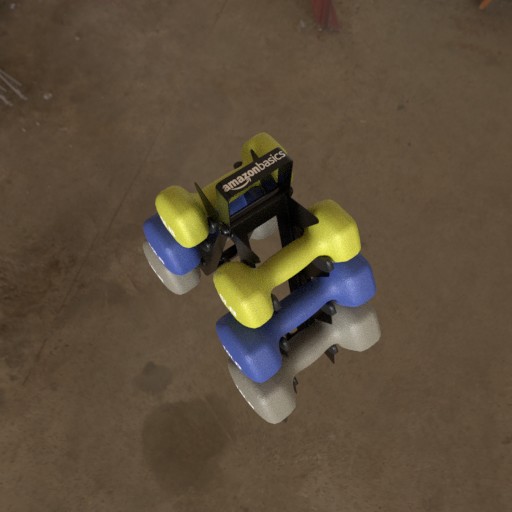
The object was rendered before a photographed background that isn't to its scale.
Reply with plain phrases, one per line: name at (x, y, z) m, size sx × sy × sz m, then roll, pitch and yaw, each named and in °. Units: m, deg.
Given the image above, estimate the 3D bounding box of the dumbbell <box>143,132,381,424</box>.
dumbbell at (0.000, 0.000, 0.693) m, size 0.261 × 0.426 × 0.416 m, roll -34°, pitch 68°, yaw -16°
